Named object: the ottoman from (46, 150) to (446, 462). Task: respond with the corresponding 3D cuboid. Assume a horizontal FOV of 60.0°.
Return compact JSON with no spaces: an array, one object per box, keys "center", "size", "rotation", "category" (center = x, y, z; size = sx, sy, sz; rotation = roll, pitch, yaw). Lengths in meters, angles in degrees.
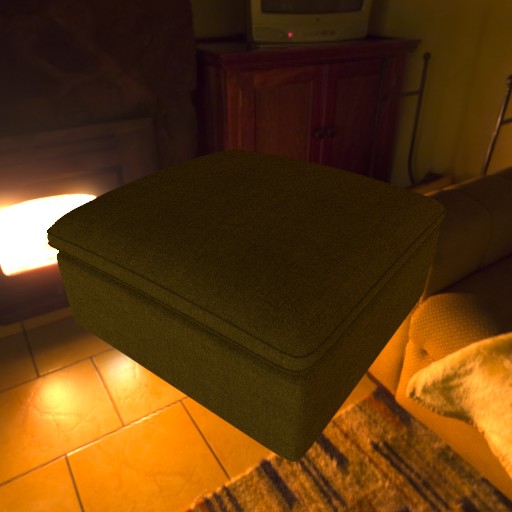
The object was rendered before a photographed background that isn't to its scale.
[{"center":[0.000,0.000,1.682],"size":[1.067,0.559,1.067],"rotation":[21,37,31],"category":"ottoman"}]
